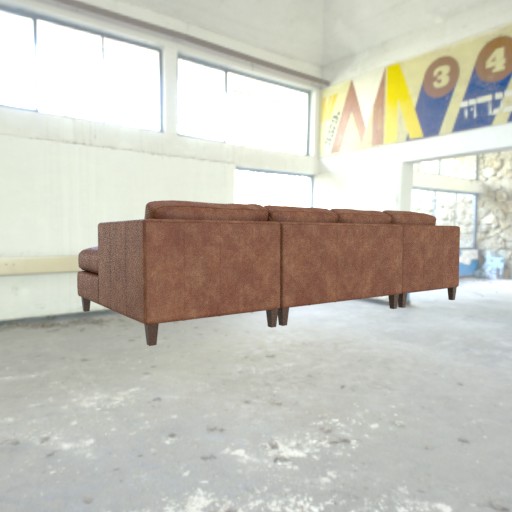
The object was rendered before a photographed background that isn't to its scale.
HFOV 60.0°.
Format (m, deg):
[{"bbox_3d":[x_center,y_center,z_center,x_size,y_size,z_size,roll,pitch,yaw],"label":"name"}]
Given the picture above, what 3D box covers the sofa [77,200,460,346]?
[{"bbox_3d":[0.000,0.000,4.505,3.324,0.888,2.452,-2,3,-35],"label":"sofa"}]
